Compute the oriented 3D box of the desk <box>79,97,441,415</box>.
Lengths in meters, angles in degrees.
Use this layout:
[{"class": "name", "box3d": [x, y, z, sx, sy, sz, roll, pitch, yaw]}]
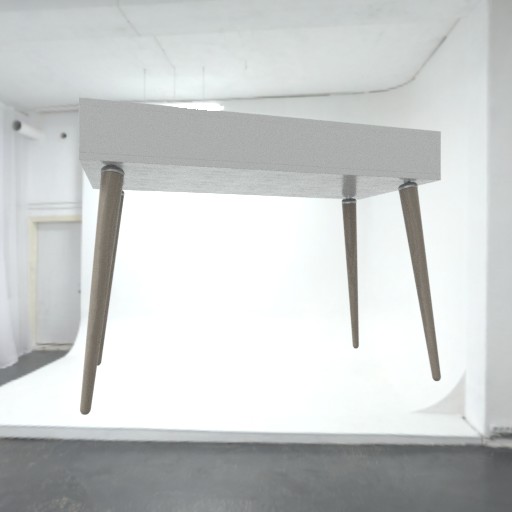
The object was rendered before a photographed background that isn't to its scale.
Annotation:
[{"class": "desk", "box3d": [0.000, 0.000, 1.372, 0.979, 0.723, 0.491, 0, 0, -16]}]
